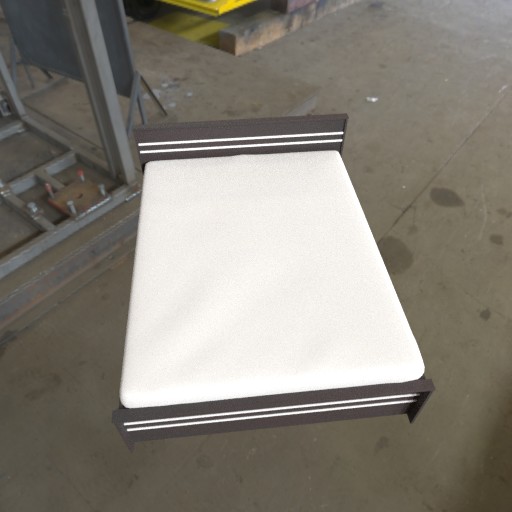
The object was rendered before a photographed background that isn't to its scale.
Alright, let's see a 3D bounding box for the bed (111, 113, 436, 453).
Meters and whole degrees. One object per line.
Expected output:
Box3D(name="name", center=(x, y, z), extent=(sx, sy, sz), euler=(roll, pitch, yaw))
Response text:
Box3D(name="bed", center=(0.000, 0.000, 2.948), extent=(1.634, 0.808, 2.103), euler=(-4, 47, -4))
